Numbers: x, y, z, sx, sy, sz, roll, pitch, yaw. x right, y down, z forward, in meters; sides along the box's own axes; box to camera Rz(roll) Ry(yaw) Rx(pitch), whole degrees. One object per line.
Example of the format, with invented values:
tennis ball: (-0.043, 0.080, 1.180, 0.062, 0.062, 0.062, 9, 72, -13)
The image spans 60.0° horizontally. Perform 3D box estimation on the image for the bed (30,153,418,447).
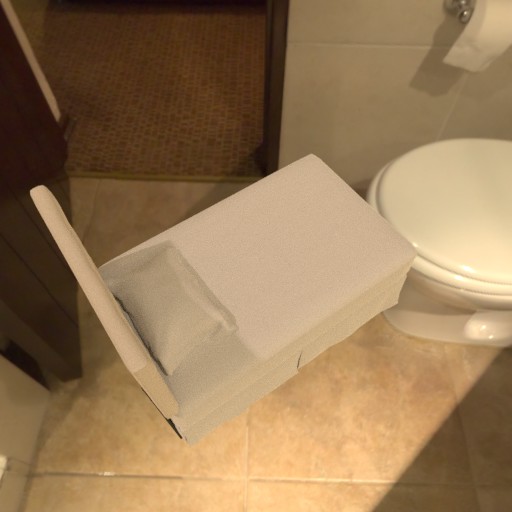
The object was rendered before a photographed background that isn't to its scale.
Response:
bed: (0.000, 0.000, 2.908, 1.997, 1.571, 1.261, -31, 63, -18)
